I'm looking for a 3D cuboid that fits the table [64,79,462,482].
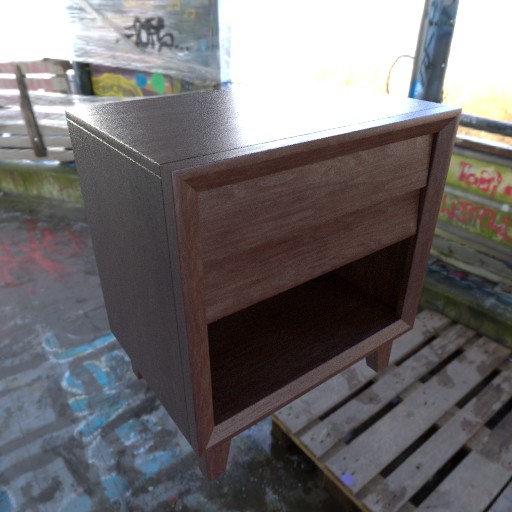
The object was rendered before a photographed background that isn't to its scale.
[{"bbox_3d":[0.000,0.000,0.931,0.557,0.609,0.449,-20,35,-31],"label":"table"}]
